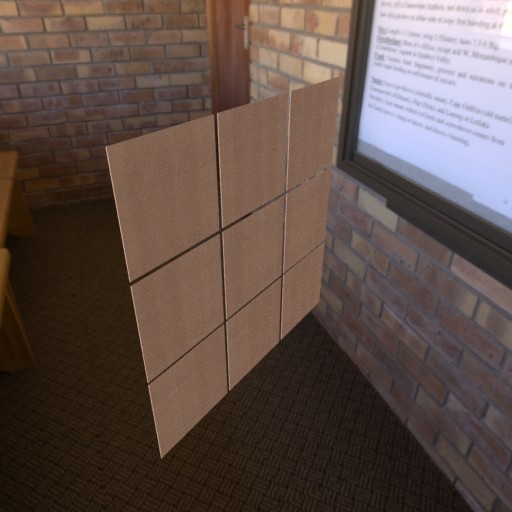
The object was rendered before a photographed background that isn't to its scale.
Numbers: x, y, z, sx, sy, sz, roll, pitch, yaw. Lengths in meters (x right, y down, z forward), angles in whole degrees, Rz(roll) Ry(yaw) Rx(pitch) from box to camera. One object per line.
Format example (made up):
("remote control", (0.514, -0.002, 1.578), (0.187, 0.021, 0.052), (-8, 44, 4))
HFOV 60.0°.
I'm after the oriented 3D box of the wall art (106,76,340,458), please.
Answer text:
("wall art", (0.000, 0.000, 2.239), (0.002, 1.505, 1.517), (21, 37, 30))
